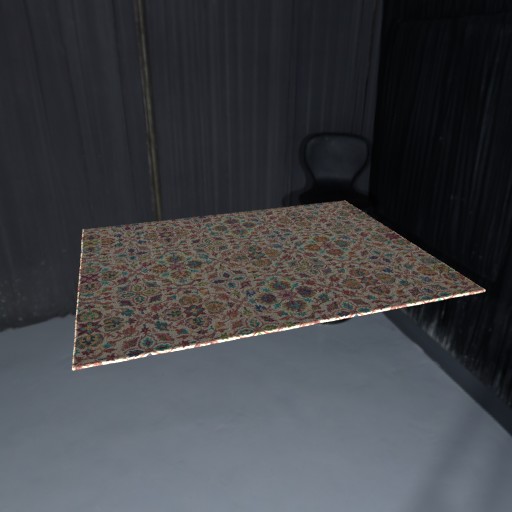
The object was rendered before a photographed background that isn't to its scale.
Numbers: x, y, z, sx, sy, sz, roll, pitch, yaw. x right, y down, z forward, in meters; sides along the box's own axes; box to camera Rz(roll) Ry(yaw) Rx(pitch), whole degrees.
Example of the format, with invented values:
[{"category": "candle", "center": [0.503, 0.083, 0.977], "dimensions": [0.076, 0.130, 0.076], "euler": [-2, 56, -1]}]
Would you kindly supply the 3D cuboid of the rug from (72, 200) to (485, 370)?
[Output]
[{"category": "rug", "center": [0.000, 0.000, 4.270], "dimensions": [3.215, 0.020, 2.446], "euler": [-8, 27, -16]}]
